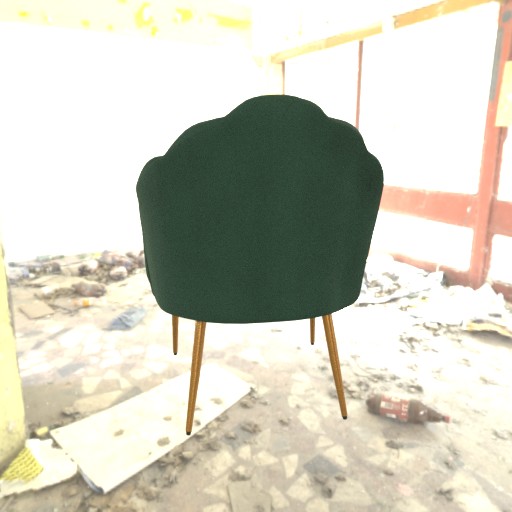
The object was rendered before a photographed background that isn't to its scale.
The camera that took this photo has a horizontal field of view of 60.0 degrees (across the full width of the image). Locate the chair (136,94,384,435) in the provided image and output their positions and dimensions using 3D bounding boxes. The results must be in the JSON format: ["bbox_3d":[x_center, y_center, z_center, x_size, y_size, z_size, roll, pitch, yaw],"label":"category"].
[{"bbox_3d":[0.000,0.000,1.266,0.657,0.819,0.599,-2,15,-9],"label":"chair"}]
